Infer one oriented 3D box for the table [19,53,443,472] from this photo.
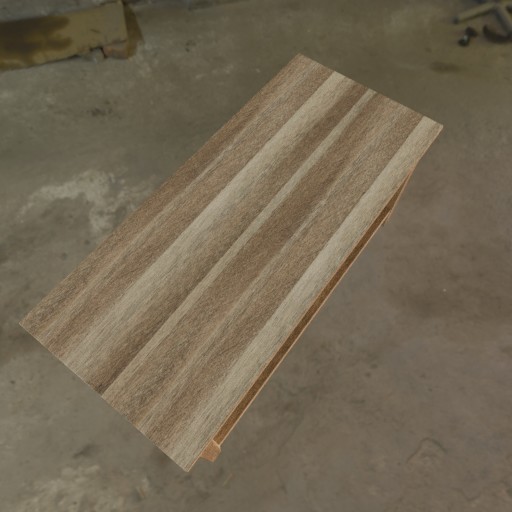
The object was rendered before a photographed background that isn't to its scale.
[{"bbox_3d":[0.000,0.000,1.326,0.493,0.480,1.095,34,68,16],"label":"table"}]
